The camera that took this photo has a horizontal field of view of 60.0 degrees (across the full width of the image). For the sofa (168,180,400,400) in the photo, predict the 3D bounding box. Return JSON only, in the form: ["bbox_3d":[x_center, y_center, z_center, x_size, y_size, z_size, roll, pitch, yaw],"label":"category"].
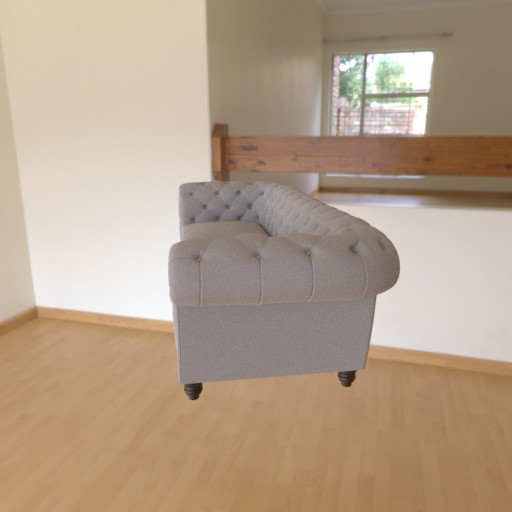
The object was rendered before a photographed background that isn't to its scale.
[{"bbox_3d":[0.000,0.000,2.808,0.991,0.749,2.411,-2,15,-8],"label":"sofa"}]
